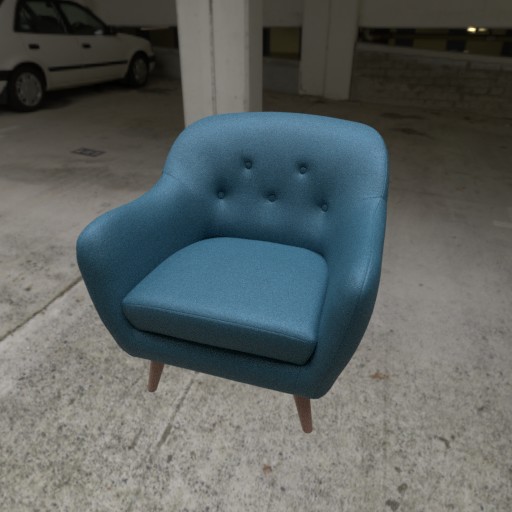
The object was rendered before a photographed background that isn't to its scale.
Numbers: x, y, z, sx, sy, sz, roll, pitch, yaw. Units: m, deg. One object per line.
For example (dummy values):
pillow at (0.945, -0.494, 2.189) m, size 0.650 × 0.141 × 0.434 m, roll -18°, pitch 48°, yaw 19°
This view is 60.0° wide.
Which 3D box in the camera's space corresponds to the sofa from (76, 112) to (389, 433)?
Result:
sofa at (0.000, 0.000, 1.526) m, size 0.836 × 0.817 × 0.825 m, roll 9°, pitch 30°, yaw 16°
